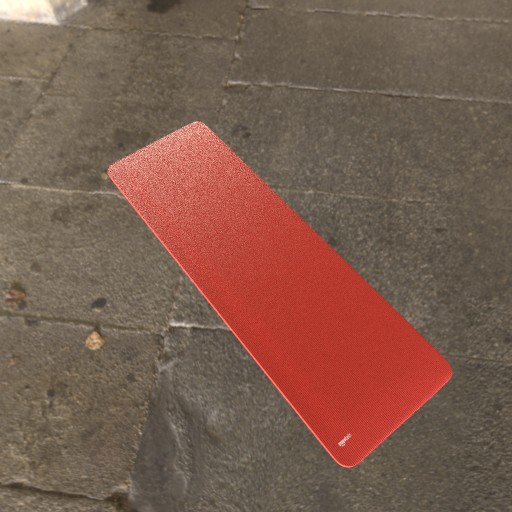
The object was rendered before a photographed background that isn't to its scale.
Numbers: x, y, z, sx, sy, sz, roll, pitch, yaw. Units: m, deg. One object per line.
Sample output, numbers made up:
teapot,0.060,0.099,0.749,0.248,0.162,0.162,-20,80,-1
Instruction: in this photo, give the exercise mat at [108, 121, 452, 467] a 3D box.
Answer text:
exercise mat,0.000,0.000,2.079,0.616,0.021,1.869,-34,64,-19
